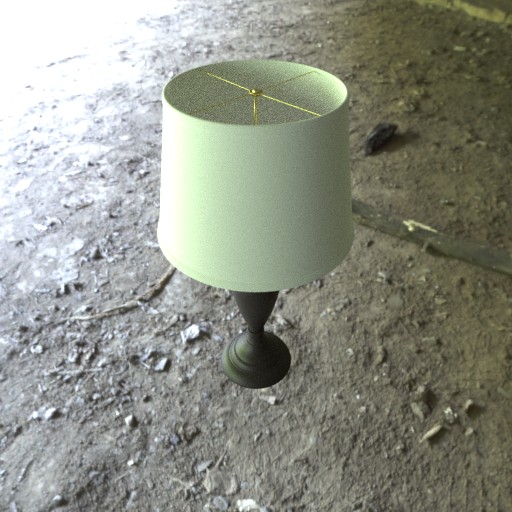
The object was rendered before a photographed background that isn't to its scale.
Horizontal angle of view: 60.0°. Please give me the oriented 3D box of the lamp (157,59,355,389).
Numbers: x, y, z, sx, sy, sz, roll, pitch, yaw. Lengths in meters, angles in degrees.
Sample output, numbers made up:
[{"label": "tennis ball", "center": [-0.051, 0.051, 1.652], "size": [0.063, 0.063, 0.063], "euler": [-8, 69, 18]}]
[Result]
[{"label": "lamp", "center": [0.000, 0.000, 0.812], "size": [0.335, 0.611, 0.335], "euler": [0, 40, 0]}]
